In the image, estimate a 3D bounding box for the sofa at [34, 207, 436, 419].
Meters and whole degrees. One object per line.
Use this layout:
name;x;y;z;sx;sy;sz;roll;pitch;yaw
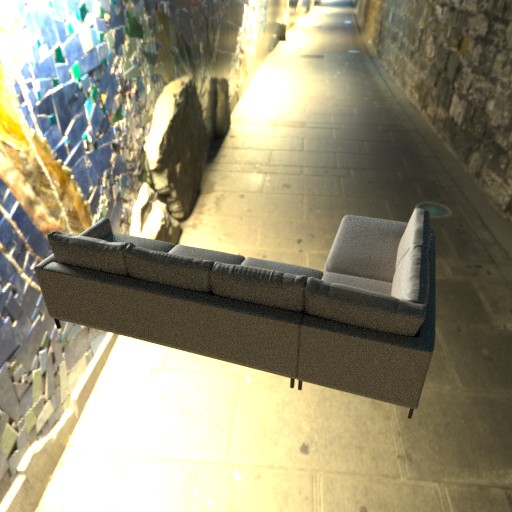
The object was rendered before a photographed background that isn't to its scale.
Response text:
sofa;0.000;0.000;3.182;2.423;0.703;1.617;10;33;16
